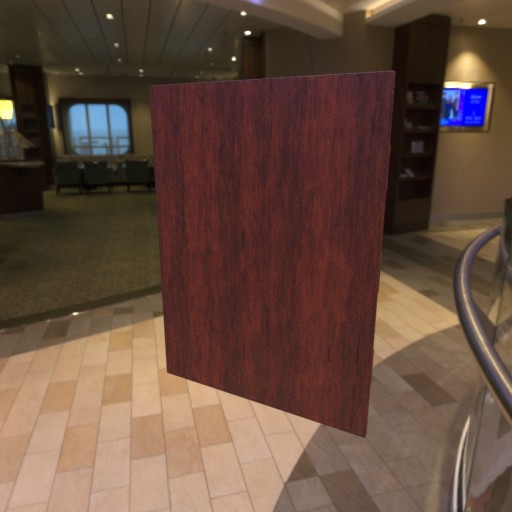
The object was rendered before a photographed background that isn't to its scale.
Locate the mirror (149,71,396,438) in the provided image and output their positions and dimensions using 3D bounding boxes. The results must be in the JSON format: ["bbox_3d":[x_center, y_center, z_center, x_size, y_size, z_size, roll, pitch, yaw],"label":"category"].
[{"bbox_3d":[0.000,0.000,1.084,0.600,0.805,0.021,9,18,28],"label":"mirror"}]
